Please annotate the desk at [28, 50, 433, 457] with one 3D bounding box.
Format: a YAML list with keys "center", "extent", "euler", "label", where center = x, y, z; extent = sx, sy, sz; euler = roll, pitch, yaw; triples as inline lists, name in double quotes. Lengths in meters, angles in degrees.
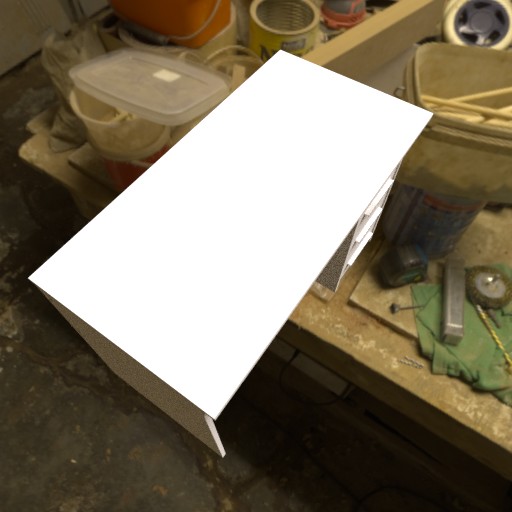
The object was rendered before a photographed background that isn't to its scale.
- center: [0.000, 0.000, 1.516]
  extent: [0.560, 0.730, 1.096]
  euler: [31, 63, 18]
  label: "desk"
